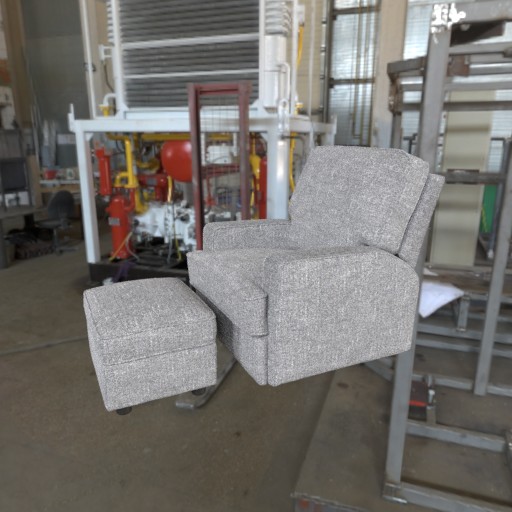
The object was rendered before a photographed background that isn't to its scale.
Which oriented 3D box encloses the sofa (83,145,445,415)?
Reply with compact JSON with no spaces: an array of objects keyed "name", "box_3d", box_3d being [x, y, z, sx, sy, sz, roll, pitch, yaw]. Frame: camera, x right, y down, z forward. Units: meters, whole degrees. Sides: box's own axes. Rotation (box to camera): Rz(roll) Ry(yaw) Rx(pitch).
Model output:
[{"name":"sofa","box_3d":[0.000,0.000,2.016,1.472,0.959,0.861,-7,17,-25]}]
